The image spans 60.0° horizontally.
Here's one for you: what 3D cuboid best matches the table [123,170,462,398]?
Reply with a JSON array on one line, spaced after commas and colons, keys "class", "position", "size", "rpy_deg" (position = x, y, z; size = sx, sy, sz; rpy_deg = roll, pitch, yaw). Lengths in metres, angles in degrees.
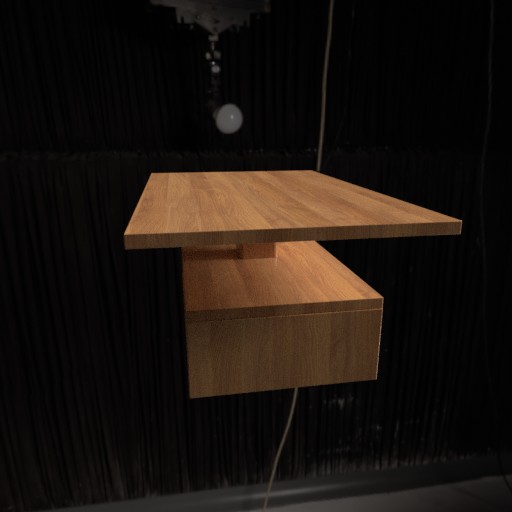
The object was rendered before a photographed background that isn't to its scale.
[{"class": "table", "position": [0.000, 0.000, 1.470], "size": [0.700, 0.442, 1.100], "rpy_deg": [-3, 17, -10]}]
